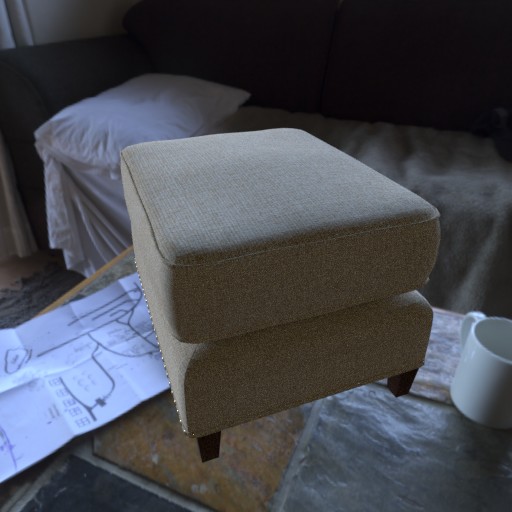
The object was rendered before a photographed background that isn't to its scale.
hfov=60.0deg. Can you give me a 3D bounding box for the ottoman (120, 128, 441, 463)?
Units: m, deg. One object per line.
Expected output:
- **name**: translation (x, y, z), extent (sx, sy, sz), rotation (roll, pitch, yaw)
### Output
- **ottoman**: translation (0.000, 0.000, 1.163), extent (0.589, 0.537, 0.738), rotation (-11, 33, -18)
